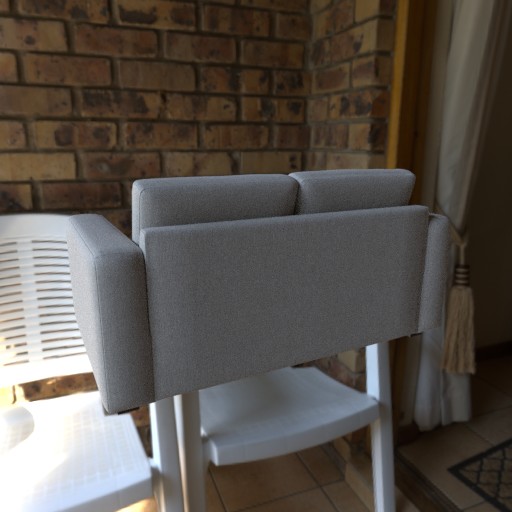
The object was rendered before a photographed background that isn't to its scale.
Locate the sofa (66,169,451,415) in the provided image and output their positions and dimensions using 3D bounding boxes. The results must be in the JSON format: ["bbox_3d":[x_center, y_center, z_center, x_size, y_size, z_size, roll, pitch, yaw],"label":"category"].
[{"bbox_3d":[0.000,0.000,2.044,1.540,0.800,0.900,-7,16,-26],"label":"sofa"}]
